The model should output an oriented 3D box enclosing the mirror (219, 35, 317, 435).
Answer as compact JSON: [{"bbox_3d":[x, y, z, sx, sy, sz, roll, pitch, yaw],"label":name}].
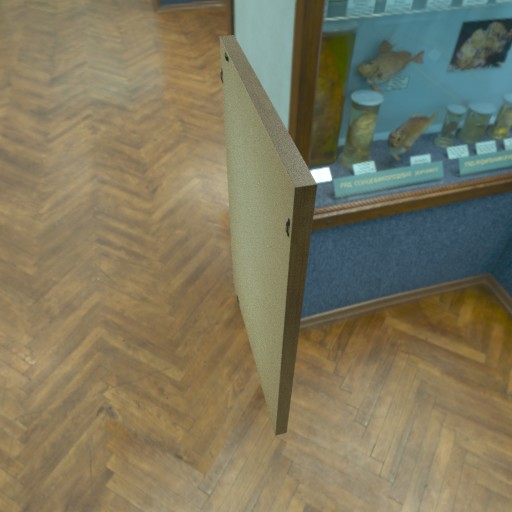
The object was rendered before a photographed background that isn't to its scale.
[{"bbox_3d":[0.000,0.000,1.191,0.040,0.915,0.609,-10,47,-9],"label":"mirror"}]
